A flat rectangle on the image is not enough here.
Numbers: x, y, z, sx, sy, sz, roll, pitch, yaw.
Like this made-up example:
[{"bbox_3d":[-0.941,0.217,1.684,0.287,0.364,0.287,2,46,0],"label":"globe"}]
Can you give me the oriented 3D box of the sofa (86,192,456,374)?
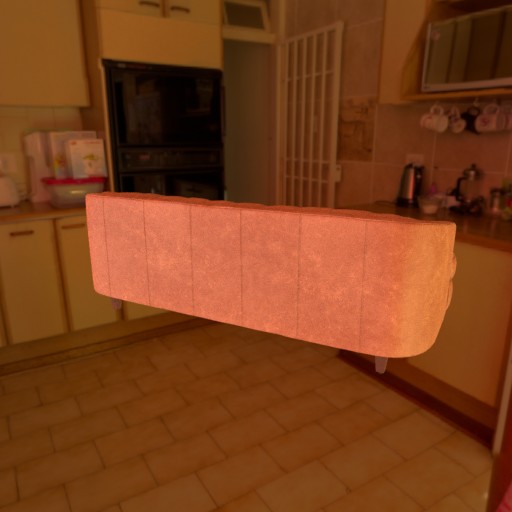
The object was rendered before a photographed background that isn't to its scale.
[{"bbox_3d":[0.000,0.000,2.781,2.257,0.791,0.922,8,17,26],"label":"sofa"}]
